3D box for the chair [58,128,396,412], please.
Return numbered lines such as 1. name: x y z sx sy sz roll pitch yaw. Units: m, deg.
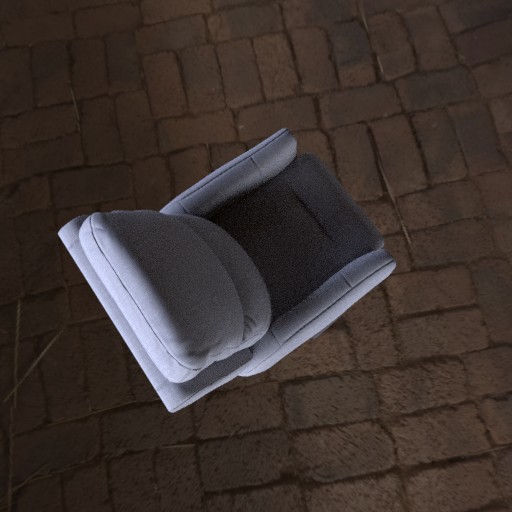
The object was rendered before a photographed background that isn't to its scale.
1. chair: 0.000 0.000 1.822 1.080 1.030 0.829 -34 78 -8
